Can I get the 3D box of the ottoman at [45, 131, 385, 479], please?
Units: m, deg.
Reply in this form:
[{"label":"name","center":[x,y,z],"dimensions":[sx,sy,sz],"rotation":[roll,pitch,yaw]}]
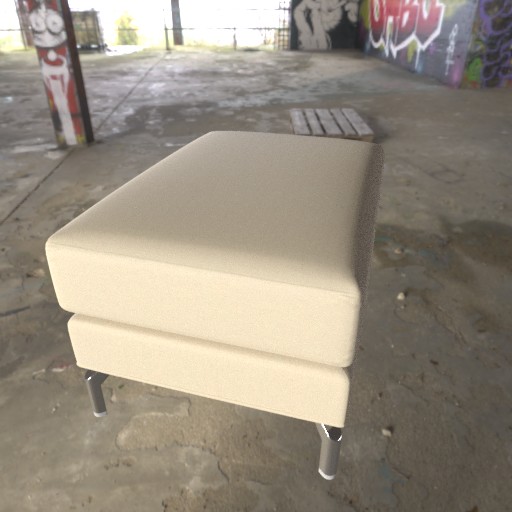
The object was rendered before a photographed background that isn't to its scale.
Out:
[{"label":"ottoman","center":[0.000,0.000,1.164],"dimensions":[0.581,0.497,0.835],"rotation":[8,31,14]}]
